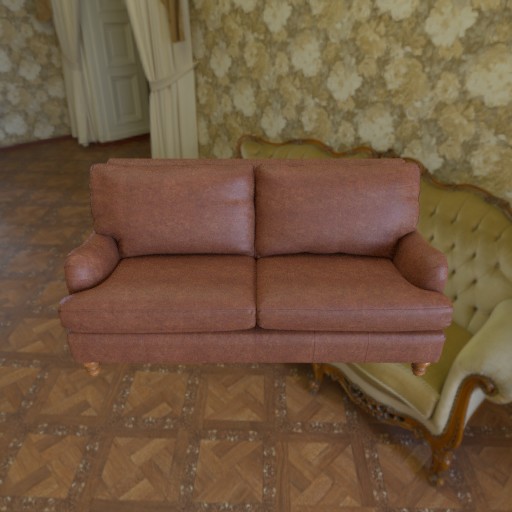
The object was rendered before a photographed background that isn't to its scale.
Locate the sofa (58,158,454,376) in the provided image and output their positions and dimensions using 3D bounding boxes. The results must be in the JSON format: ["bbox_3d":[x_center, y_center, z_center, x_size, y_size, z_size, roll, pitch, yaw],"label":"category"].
[{"bbox_3d":[0.000,0.000,2.802,2.144,1.071,1.147,0,30,0],"label":"sofa"}]
